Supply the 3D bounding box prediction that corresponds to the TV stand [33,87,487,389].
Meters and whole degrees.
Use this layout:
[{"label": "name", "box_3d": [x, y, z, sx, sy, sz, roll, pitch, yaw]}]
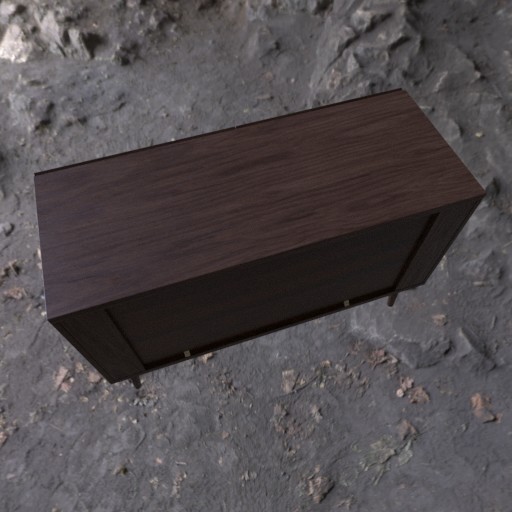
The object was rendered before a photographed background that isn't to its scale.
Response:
[{"label": "TV stand", "box_3d": [0.000, 0.000, 1.321, 0.990, 0.660, 0.405, -16, 60, -10]}]
